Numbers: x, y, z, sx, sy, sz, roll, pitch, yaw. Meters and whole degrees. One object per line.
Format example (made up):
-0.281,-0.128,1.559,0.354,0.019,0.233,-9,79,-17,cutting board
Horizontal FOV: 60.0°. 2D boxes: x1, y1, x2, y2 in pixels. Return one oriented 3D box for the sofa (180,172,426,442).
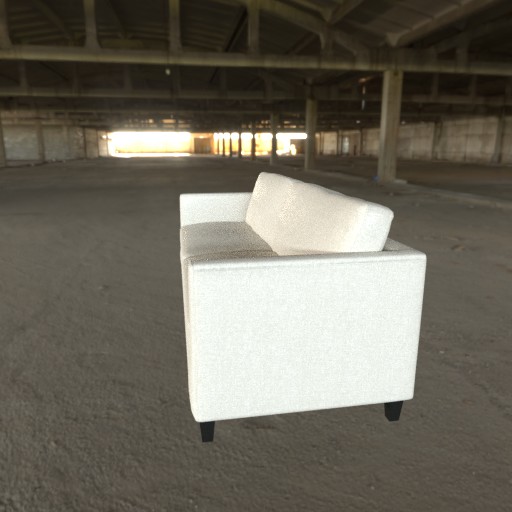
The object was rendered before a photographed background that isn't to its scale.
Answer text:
0.000,0.000,2.844,0.948,0.965,2.434,-2,14,-10,sofa
